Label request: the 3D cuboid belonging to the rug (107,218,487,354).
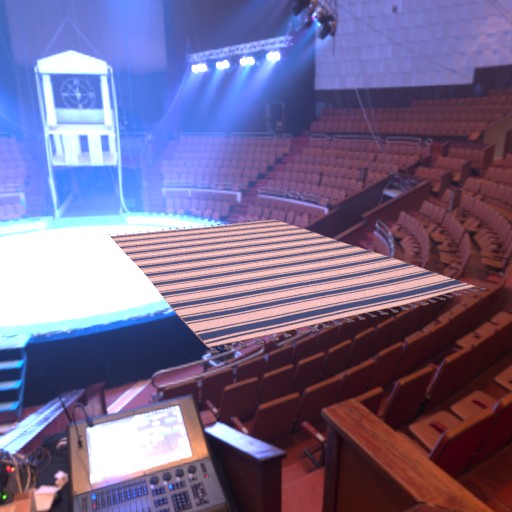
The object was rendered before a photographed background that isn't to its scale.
[{"bbox_3d":[0.000,0.000,2.942,1.544,0.010,2.315,-8,17,-26],"label":"rug"}]
